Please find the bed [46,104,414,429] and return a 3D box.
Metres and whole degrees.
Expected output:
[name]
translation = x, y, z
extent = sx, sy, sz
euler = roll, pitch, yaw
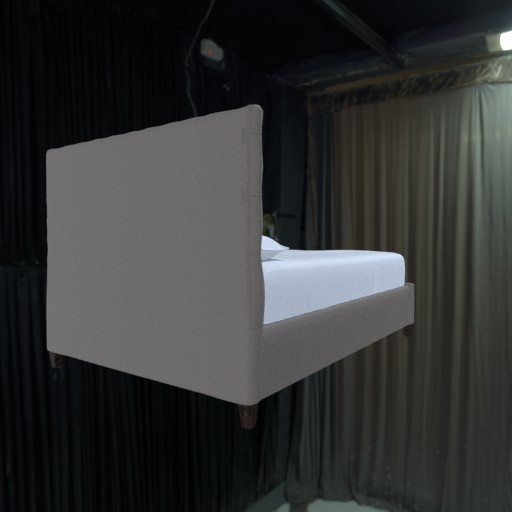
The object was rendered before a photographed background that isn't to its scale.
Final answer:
[bed]
translation = 0.000, 0.000, 3.353
extent = 1.698, 1.427, 2.387
euler = 2, 3, 36
